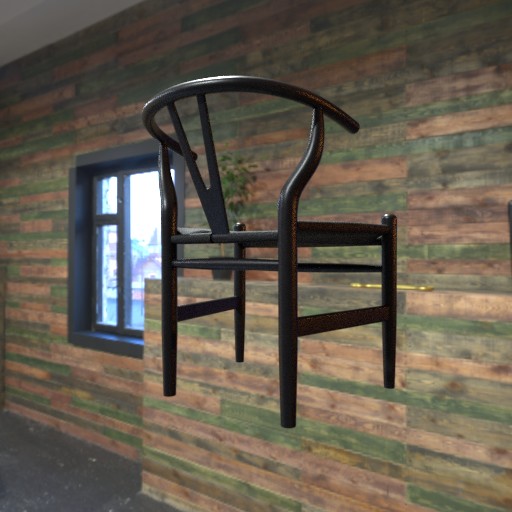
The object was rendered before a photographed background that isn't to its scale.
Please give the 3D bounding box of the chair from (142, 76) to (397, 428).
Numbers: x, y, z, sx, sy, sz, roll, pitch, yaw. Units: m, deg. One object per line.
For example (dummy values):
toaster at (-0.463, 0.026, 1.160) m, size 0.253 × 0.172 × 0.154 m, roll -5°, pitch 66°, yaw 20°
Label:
chair at (0.000, 0.000, 1.169) m, size 0.569 × 0.730 × 0.579 m, roll 0°, pitch 0°, yaw 36°
